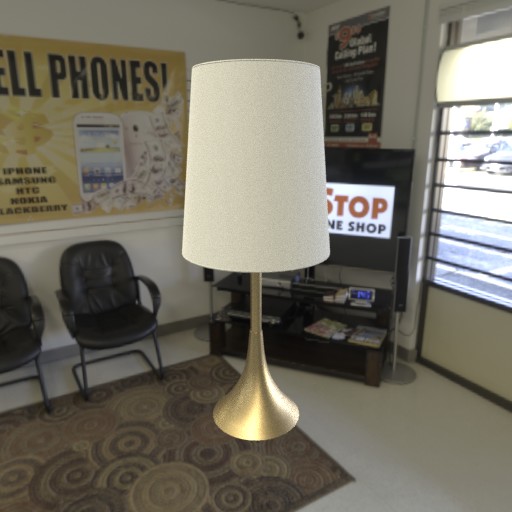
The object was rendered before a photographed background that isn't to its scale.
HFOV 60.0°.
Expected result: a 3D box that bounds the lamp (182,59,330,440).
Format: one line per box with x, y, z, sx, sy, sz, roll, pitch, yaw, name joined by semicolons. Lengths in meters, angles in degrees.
0.000;0.000;0.702;0.231;0.569;0.231;0;15;0;lamp
